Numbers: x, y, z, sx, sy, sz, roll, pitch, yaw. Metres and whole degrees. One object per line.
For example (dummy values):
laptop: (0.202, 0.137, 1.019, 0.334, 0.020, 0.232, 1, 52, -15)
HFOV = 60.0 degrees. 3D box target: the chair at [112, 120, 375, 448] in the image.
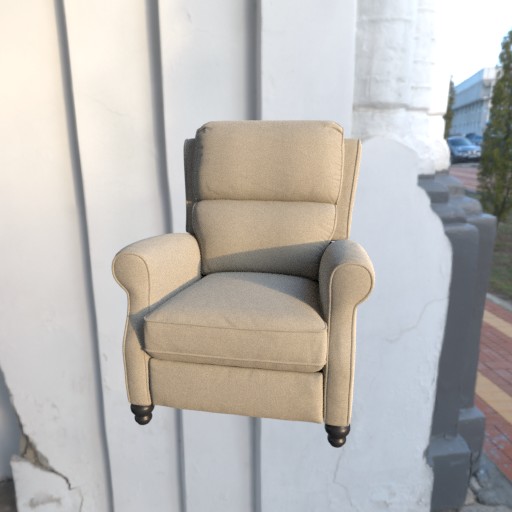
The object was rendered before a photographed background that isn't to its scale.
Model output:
chair: (0.000, 0.000, 1.752, 0.859, 1.046, 0.919, 3, 16, 10)
